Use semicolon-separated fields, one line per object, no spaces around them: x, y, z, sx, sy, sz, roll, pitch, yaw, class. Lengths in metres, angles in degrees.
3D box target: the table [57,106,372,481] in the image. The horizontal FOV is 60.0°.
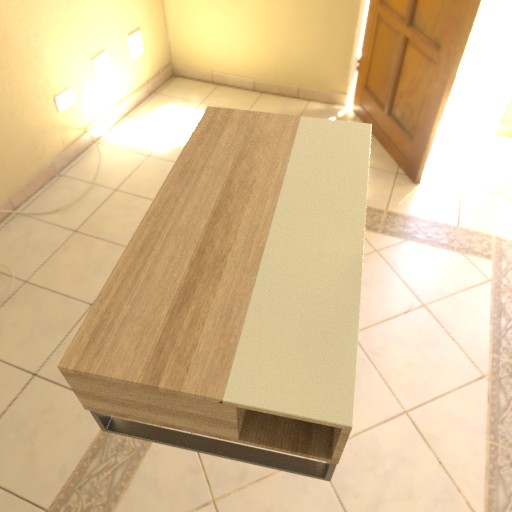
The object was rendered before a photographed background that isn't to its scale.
0.000;0.000;1.361;0.600;0.350;1.100;9;47;8;table
